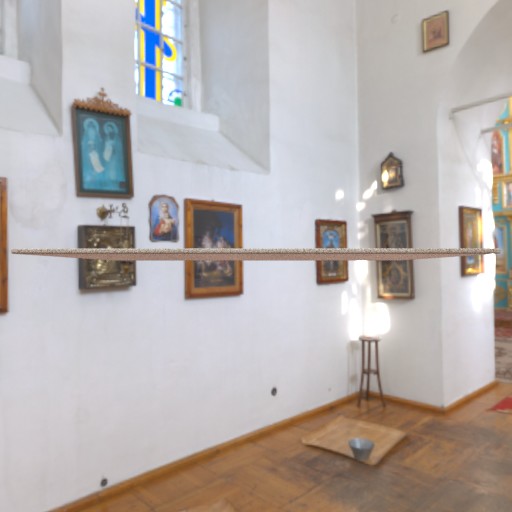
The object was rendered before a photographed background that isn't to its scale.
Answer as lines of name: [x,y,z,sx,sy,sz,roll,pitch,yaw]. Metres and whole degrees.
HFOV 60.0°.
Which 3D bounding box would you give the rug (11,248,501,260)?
rug: [0.000,0.000,3.349,2.743,0.030,1.778,0,-2,1]
